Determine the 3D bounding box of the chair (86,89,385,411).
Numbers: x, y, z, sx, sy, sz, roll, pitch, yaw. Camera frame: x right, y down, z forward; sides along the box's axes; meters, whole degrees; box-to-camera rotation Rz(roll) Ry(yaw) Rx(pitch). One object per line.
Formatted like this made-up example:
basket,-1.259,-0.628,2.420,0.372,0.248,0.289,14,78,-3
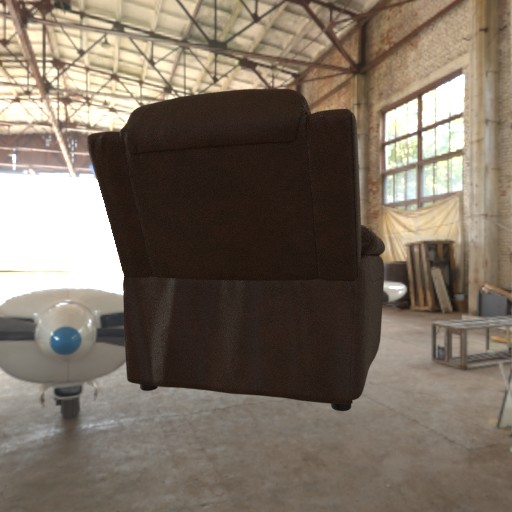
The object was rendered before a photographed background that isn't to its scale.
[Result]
chair,0.000,0.000,1.233,0.680,0.702,0.707,0,0,17
